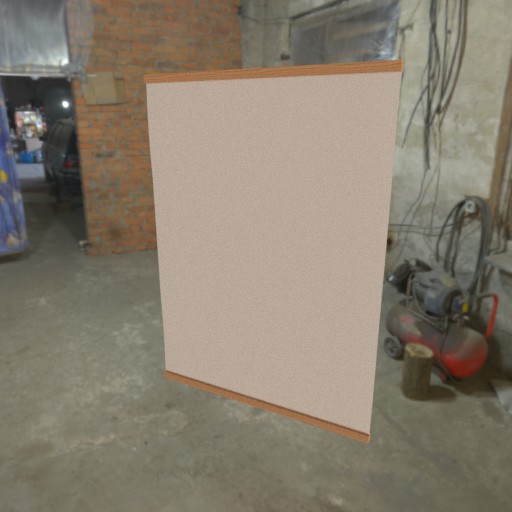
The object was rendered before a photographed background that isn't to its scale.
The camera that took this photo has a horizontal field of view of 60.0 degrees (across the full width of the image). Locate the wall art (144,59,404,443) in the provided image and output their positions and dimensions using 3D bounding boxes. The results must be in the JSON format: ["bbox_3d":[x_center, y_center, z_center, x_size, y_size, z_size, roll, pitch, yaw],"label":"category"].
[{"bbox_3d":[0.000,0.000,1.299,0.739,1.016,0.020,9,19,26],"label":"wall art"}]
